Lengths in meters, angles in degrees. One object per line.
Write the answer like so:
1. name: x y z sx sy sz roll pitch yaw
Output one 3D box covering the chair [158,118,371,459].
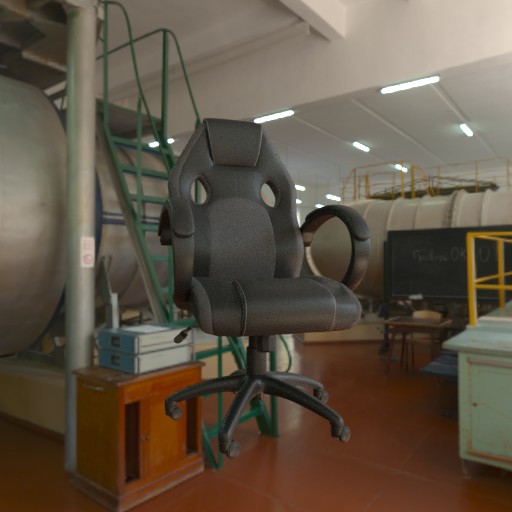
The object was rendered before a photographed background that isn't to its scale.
1. chair: 0.000 0.000 1.624 0.673 1.187 0.724 0 -1 -18
